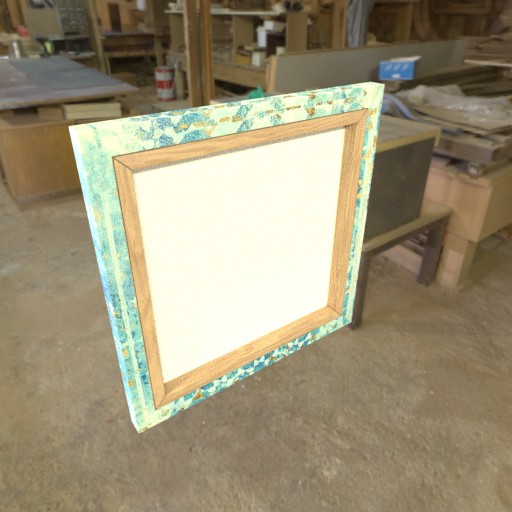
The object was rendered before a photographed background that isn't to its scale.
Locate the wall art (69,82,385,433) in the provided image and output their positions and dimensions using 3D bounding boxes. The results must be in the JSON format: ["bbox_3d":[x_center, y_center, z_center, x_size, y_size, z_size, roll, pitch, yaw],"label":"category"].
[{"bbox_3d":[0.000,0.000,0.906,0.609,0.609,0.040,-20,36,-30],"label":"wall art"}]
